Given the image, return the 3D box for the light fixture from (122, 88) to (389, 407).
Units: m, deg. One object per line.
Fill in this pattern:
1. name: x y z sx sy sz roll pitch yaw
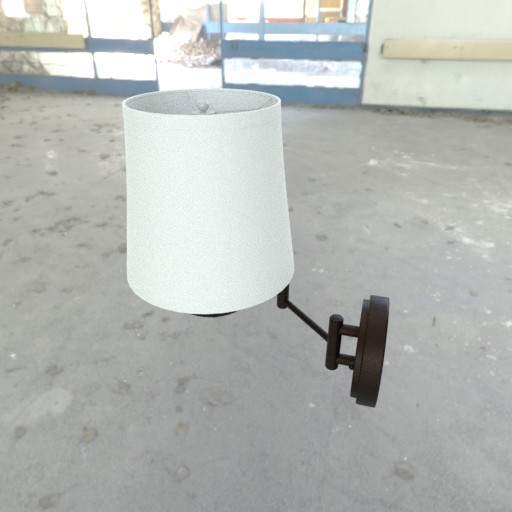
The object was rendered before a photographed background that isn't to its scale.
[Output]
1. light fixture: 0.000 0.000 0.259 0.157 0.172 0.100 8 30 14
